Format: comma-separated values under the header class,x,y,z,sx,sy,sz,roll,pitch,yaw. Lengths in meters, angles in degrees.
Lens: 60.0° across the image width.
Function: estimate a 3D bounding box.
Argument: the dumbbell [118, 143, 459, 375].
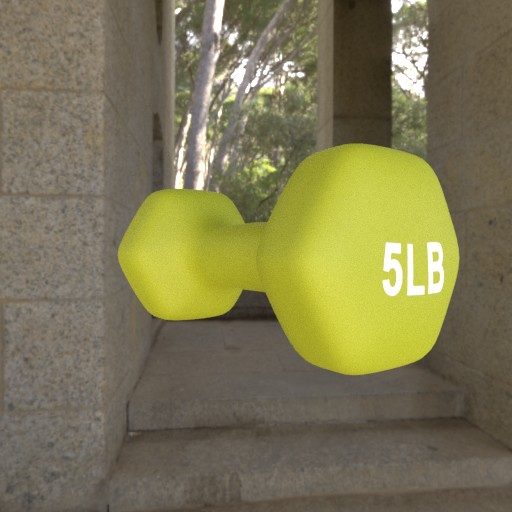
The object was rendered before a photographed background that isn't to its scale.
class,x,y,z,sx,sy,sz,roll,pitch,yaw
dumbbell,0.000,0.000,0.200,0.080,0.072,0.164,-1,1,-36
